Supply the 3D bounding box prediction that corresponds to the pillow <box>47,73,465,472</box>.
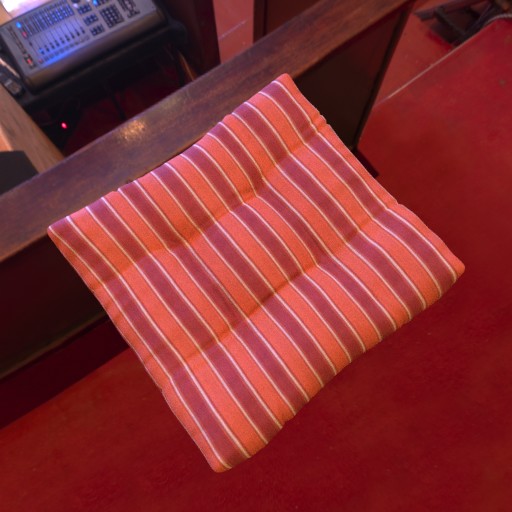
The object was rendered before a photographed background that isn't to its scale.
[{"bbox_3d":[0.000,0.000,0.721,0.490,0.133,0.468,-37,77,-10],"label":"pillow"}]
